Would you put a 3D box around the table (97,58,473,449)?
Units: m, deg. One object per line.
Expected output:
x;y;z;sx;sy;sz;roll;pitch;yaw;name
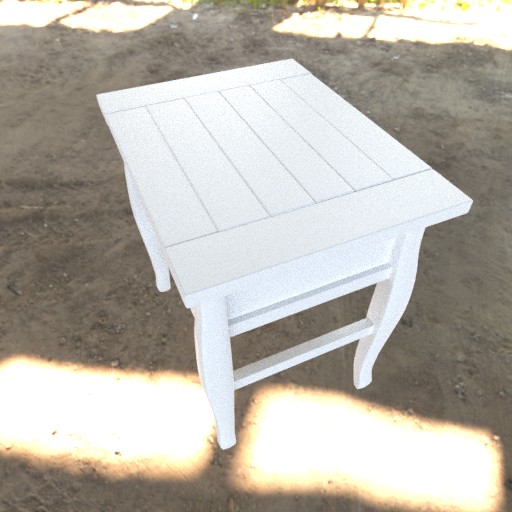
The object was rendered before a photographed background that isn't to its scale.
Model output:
0.000;0.000;1.014;0.463;0.605;0.599;-18;48;-17;table
